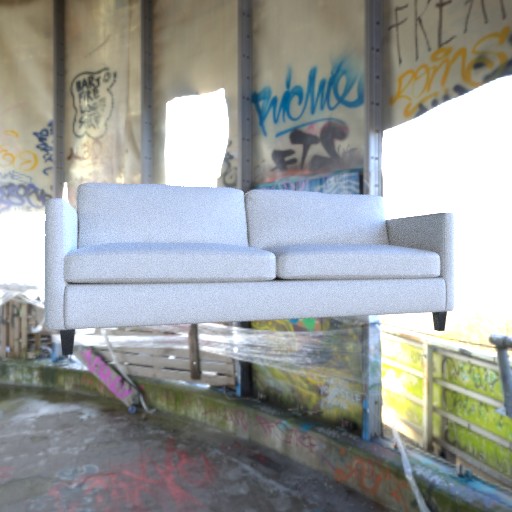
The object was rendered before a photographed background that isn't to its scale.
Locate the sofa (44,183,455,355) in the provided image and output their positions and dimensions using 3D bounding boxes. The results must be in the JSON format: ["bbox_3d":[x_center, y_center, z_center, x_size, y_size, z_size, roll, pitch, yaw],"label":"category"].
[{"bbox_3d":[0.000,0.000,2.912,2.434,0.965,0.948,0,0,-18],"label":"sofa"}]
